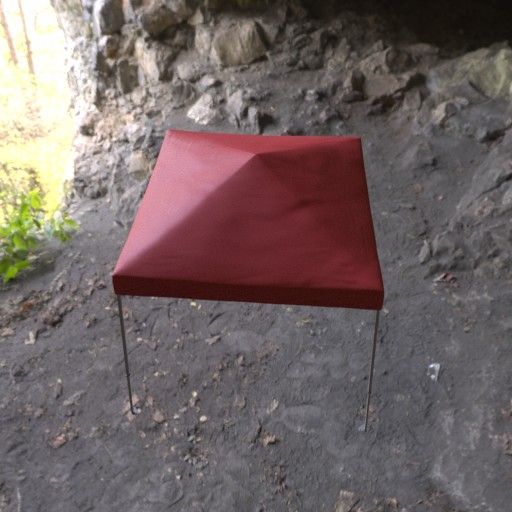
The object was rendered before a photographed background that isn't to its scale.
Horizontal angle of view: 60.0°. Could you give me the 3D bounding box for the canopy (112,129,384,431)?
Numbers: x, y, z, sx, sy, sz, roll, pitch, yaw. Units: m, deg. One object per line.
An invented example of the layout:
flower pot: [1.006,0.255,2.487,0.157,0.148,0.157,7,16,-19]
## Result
canopy: [0.000,0.000,5.243,2.849,2.849,2.848,3,48,3]
